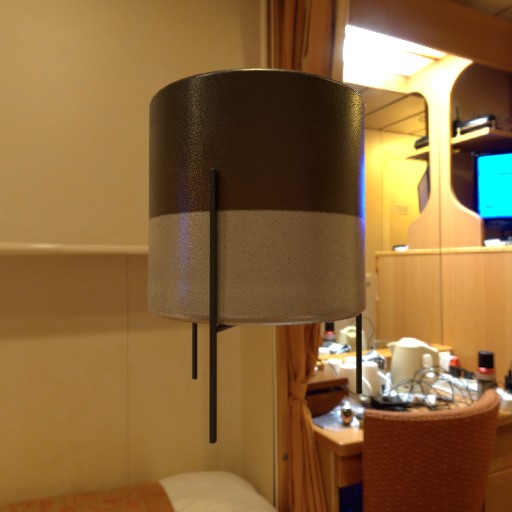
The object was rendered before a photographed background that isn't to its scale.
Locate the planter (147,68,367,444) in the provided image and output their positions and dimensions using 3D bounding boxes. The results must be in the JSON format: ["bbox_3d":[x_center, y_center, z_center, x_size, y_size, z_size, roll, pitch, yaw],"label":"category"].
[{"bbox_3d":[0.000,0.000,0.714,0.345,0.465,0.354,0,-1,18],"label":"planter"}]
